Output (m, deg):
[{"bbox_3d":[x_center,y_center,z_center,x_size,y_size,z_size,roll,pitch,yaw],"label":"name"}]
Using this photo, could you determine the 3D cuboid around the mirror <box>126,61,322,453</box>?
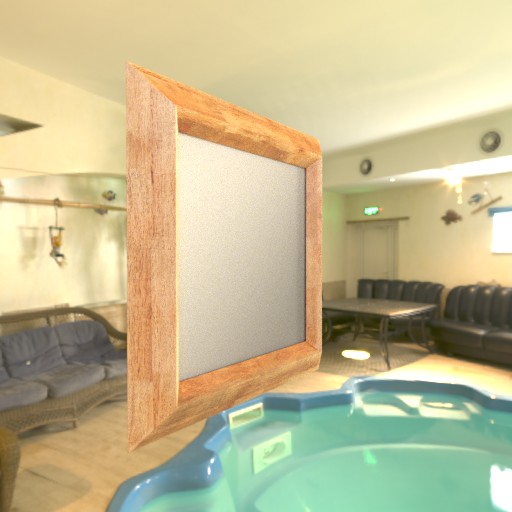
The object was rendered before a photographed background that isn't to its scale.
[{"bbox_3d":[0.000,0.000,0.981,0.047,0.651,0.651,1,1,37],"label":"mirror"}]
